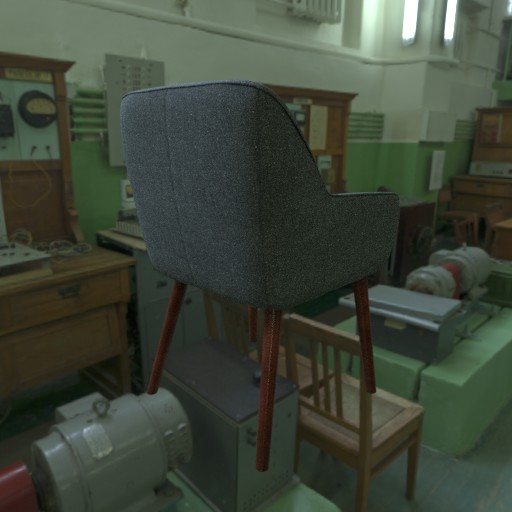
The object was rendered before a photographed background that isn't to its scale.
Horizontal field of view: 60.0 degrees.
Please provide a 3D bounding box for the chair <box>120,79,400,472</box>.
[{"bbox_3d":[0.000,0.000,1.156,0.543,0.803,0.519,14,21,42],"label":"chair"}]
